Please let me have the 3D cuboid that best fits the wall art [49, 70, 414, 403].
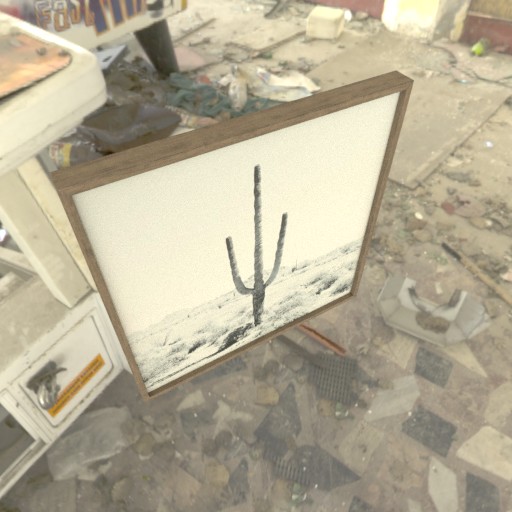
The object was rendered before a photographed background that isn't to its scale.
[{"bbox_3d":[0.000,0.000,0.752,0.508,0.508,0.038,-23,51,-20],"label":"wall art"}]
